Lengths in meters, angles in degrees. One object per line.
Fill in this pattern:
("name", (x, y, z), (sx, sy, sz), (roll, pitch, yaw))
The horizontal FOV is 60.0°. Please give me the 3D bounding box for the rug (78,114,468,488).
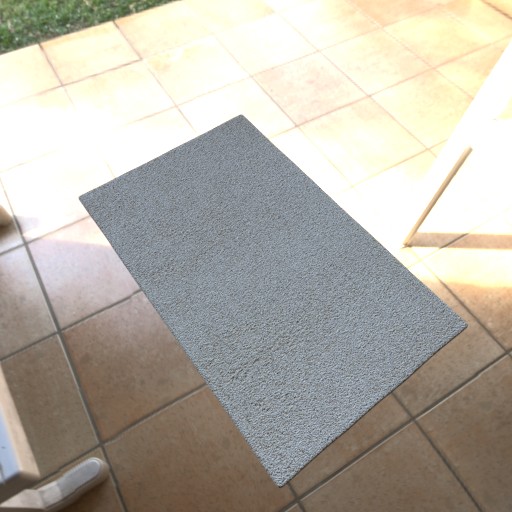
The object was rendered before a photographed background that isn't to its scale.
("rug", (0.000, 0.000, 3.061), (1.524, 0.030, 2.438), (-33, 64, -18))
